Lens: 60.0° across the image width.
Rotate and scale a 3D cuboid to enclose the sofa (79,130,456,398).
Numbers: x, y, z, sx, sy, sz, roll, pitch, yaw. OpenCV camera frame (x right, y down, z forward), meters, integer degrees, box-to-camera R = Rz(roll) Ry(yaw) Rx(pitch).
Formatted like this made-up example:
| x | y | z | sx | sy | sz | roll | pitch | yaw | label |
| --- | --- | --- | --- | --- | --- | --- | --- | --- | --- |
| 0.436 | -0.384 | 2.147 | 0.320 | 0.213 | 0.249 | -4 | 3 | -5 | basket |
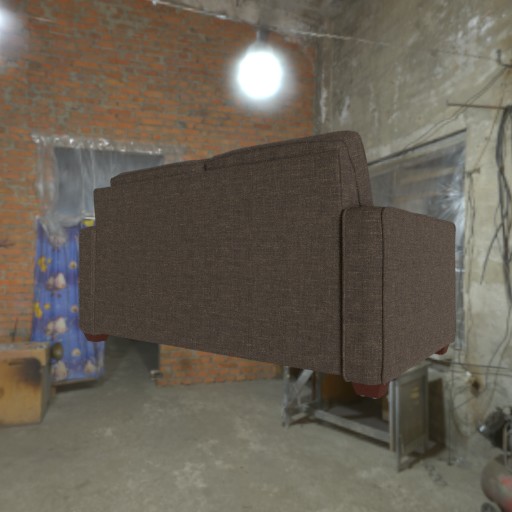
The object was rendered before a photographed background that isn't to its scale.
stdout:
| x | y | z | sx | sy | sz | roll | pitch | yaw | label |
| --- | --- | --- | --- | --- | --- | --- | --- | --- | --- |
| 0.000 | 0.000 | 2.237 | 1.709 | 0.918 | 0.947 | 0 | 0 | 37 | sofa |
